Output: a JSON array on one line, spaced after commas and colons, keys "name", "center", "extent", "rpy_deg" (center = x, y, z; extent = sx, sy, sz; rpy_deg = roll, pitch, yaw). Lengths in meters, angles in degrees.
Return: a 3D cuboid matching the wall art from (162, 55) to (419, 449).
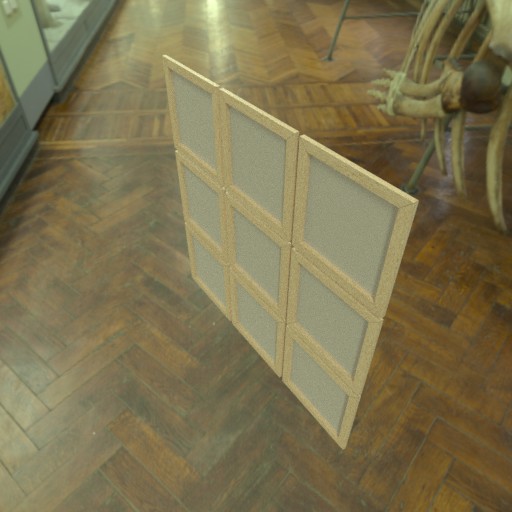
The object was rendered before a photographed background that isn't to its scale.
[{"name": "wall art", "center": [0.000, 0.000, 1.753], "extent": [0.016, 1.207, 1.217], "rpy_deg": [-26, 48, -26]}]
